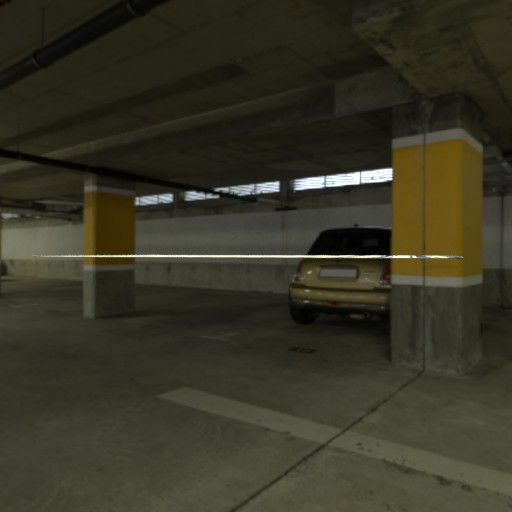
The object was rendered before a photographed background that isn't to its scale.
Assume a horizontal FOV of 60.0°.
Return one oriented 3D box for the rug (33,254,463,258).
[{"bbox_3d":[0.000,0.000,2.595,2.108,0.009,1.248,0,0,19],"label":"rug"}]
